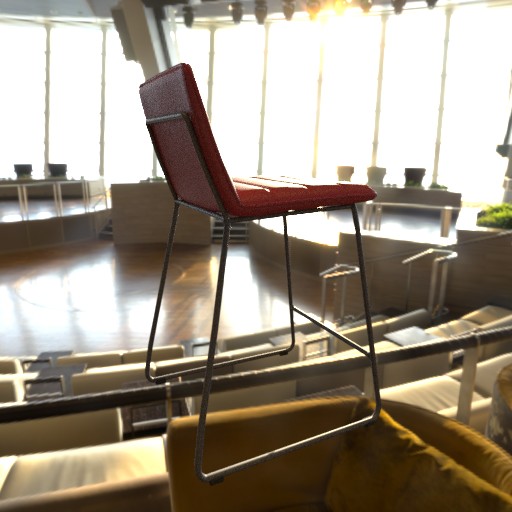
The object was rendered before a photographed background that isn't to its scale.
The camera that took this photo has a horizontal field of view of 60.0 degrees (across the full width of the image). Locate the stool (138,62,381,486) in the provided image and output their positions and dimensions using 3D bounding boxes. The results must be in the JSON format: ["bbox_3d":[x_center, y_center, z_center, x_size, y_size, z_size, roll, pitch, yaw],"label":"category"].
[{"bbox_3d":[0.000,0.000,1.165,0.524,0.866,0.489,-7,16,-26],"label":"stool"}]
